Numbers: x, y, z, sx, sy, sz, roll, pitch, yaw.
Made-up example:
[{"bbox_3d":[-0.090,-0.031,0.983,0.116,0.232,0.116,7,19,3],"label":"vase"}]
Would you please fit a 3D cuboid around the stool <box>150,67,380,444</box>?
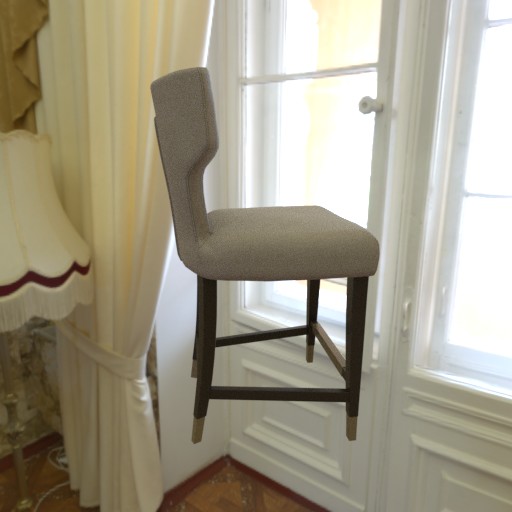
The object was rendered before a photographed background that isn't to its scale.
[{"bbox_3d":[0.000,0.000,1.333,0.563,0.982,0.527,-2,15,-8],"label":"stool"}]
